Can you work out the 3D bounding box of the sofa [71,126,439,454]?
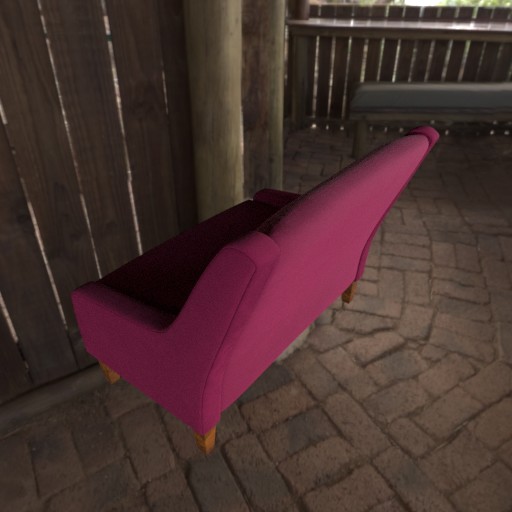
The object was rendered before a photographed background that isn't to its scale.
[{"bbox_3d":[0.000,0.000,1.862,0.946,0.976,1.242,22,38,31],"label":"sofa"}]
